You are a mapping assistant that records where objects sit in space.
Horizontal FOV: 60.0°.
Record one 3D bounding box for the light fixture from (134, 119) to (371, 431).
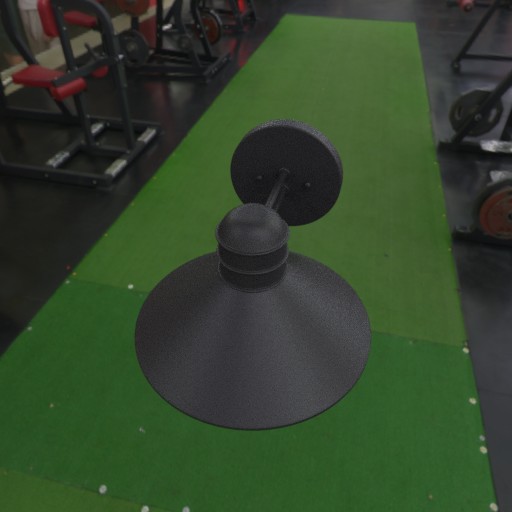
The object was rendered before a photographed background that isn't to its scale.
[{"bbox_3d":[0.000,0.000,0.689,0.396,0.265,0.434,10,41,12],"label":"light fixture"}]
